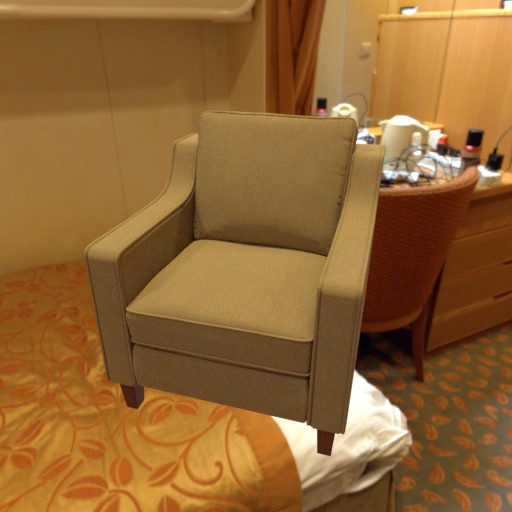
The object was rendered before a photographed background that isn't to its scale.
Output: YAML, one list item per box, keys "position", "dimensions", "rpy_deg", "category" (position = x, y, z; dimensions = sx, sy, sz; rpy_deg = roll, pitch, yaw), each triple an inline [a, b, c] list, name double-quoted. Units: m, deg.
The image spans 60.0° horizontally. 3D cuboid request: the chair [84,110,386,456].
- position: [0.000, 0.000, 1.670]
  dimensions: [0.831, 0.960, 0.909]
  rpy_deg: [8, 28, 15]
  category: "chair"
